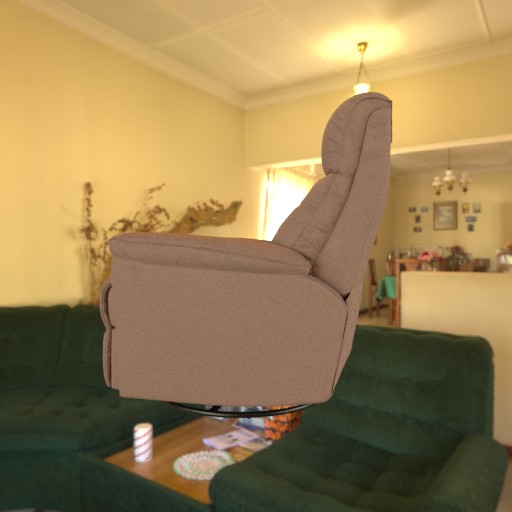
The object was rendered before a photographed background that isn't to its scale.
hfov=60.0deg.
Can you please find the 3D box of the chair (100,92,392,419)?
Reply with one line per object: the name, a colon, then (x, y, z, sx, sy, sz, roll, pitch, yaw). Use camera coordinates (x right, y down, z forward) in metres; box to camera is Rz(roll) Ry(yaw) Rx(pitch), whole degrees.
chair: (0.000, 0.000, 1.711, 1.004, 1.037, 0.820, 0, 0, 17)
